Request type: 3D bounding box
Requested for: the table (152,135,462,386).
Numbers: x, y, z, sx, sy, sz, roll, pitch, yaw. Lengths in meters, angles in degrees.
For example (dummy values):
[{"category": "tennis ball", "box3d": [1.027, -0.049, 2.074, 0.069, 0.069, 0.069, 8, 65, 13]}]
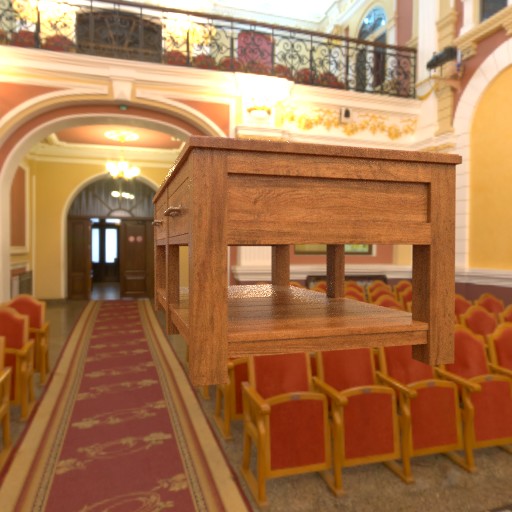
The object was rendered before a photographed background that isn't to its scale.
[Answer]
[{"category": "table", "box3d": [0.000, 0.000, 1.471, 0.635, 0.480, 1.150, 0, 1, -17]}]
